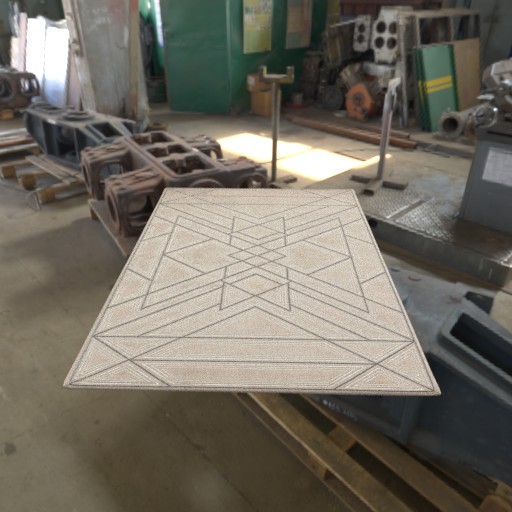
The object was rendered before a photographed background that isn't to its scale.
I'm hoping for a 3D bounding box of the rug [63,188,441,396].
[{"bbox_3d":[0.000,0.000,4.273,2.436,0.026,3.381,1,31,1],"label":"rug"}]
